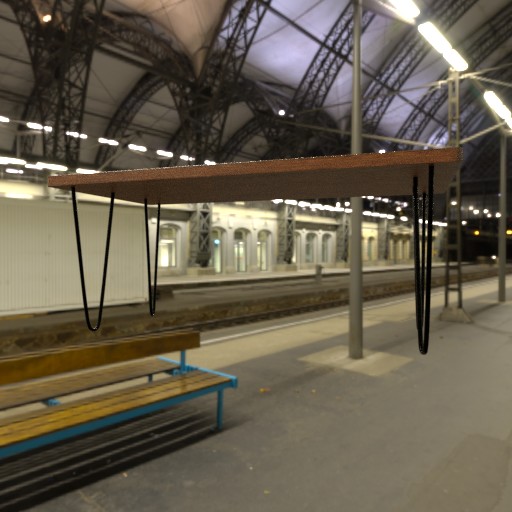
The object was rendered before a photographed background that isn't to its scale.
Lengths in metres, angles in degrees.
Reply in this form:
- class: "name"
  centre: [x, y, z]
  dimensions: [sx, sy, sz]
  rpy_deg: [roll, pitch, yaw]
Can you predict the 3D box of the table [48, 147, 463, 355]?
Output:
- class: "table"
  centre: [0.000, 0.000, 2.211]
  dimensions: [1.791, 0.753, 0.883]
  rpy_deg: [0, 1, 19]
